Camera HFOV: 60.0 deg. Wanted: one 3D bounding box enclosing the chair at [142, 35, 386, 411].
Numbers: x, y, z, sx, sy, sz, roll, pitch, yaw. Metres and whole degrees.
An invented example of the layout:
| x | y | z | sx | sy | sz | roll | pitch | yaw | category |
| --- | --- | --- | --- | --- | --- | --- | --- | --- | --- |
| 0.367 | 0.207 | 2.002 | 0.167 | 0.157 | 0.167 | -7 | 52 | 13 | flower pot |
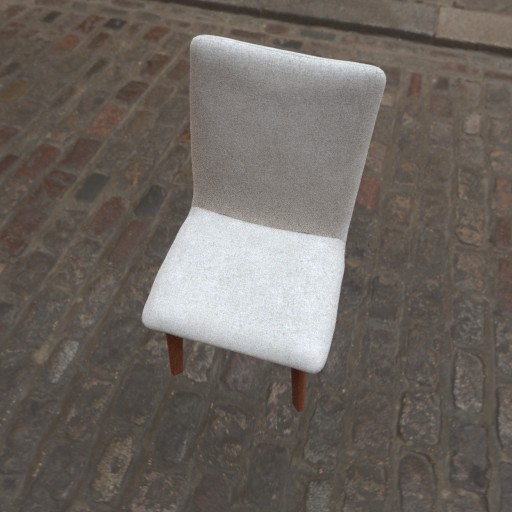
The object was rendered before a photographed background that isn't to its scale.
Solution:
| x | y | z | sx | sy | sz | roll | pitch | yaw | category |
| --- | --- | --- | --- | --- | --- | --- | --- | --- | --- |
| 0.000 | 0.000 | 1.280 | 0.522 | 0.974 | 0.563 | 13 | 59 | 8 | chair |
